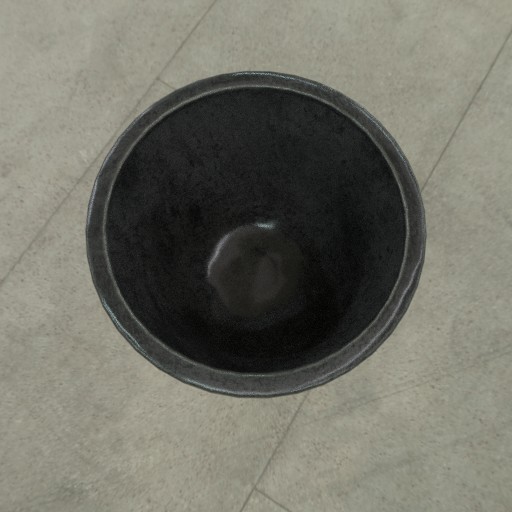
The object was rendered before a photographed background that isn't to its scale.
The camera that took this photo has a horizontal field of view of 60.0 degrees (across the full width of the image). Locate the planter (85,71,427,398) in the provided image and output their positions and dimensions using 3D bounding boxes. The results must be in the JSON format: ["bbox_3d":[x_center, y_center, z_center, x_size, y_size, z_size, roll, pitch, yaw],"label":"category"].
[{"bbox_3d":[0.000,0.000,0.297,0.172,0.160,0.172,0,77,0],"label":"planter"}]
